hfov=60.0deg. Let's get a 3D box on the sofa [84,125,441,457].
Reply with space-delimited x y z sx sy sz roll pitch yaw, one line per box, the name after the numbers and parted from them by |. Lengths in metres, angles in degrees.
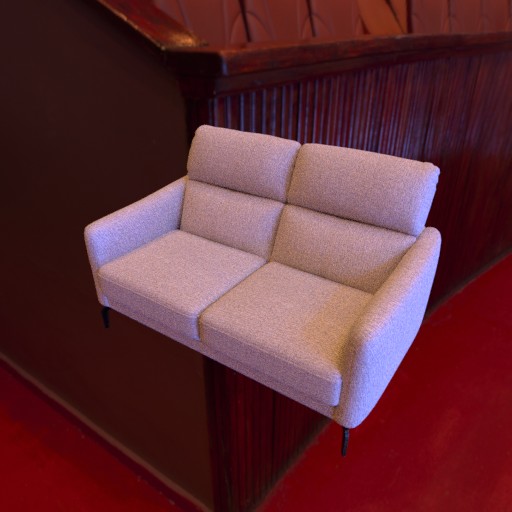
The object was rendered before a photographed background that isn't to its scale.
0.000 0.000 2.140 1.540 0.950 0.905 18 34 30 | sofa
